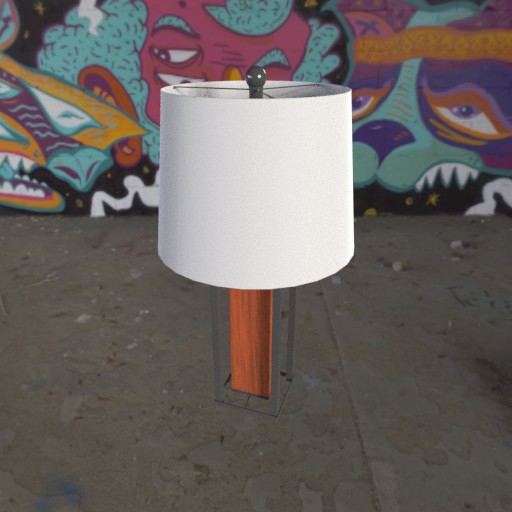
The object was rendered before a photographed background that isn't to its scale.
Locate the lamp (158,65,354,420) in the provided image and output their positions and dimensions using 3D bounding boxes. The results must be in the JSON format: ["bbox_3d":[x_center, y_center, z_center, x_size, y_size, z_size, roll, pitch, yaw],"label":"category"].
[{"bbox_3d":[0.000,0.000,0.747,0.320,0.591,0.320,0,26,0],"label":"lamp"}]
